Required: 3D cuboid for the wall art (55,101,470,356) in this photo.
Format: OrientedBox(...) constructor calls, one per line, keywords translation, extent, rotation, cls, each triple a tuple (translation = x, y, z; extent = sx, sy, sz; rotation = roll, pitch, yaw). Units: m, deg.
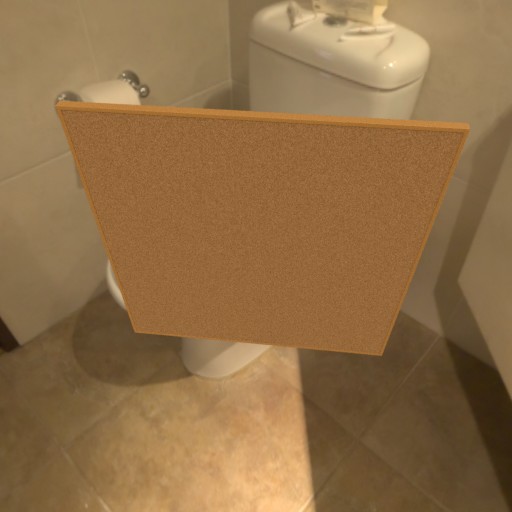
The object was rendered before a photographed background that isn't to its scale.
OrientedBox(translation=(0.000, 0.000, 0.654), extent=(0.457, 0.455, 0.013), rotation=(5, 47, 4), cls="wall art")
